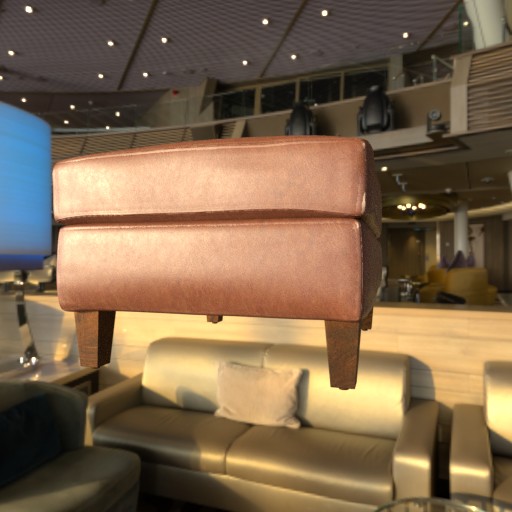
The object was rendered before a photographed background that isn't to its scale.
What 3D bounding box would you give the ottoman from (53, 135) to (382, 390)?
[{"bbox_3d":[0.000,0.000,1.203,0.650,0.485,0.851,0,0,17],"label":"ottoman"}]
